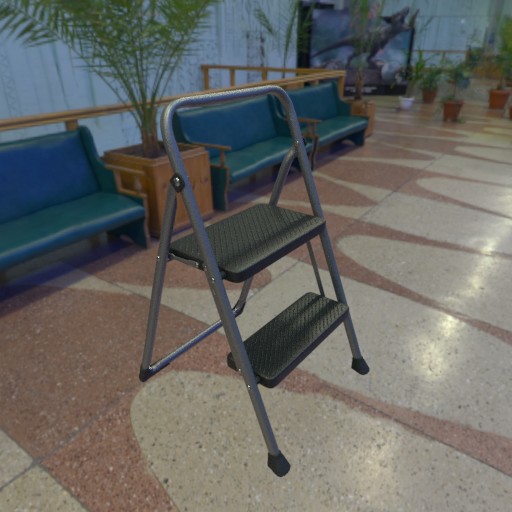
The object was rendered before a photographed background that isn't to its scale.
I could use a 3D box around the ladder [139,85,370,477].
[{"bbox_3d":[0.000,0.000,1.036,0.472,0.720,0.430,19,32,33],"label":"ladder"}]
